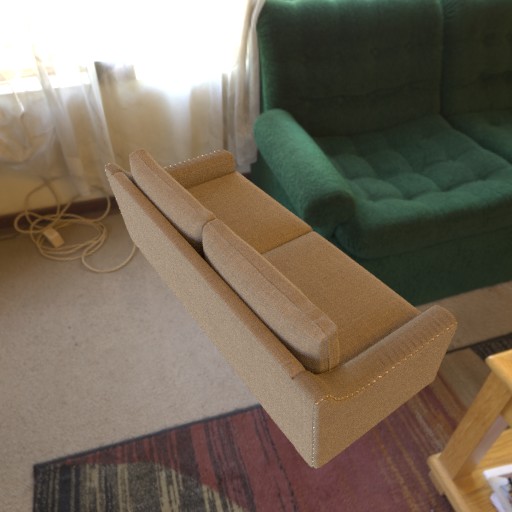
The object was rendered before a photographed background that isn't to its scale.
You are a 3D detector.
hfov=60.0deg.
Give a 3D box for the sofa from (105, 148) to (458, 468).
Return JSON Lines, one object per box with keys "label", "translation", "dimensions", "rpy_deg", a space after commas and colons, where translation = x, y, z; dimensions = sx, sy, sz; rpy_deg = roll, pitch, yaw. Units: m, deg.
{"label": "sofa", "translation": [0.000, 0.000, 2.742], "dimensions": [1.000, 0.857, 2.208], "rpy_deg": [-25, 47, -26]}
